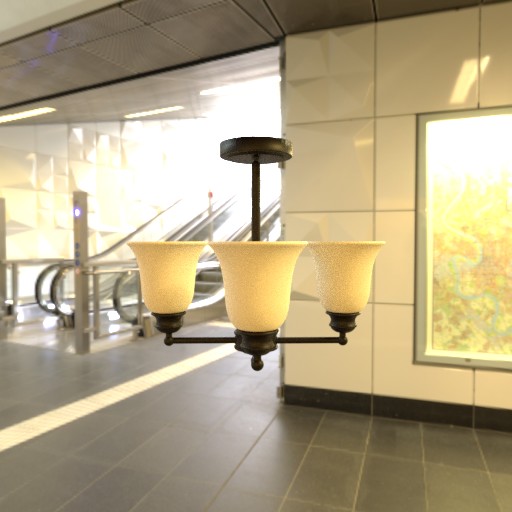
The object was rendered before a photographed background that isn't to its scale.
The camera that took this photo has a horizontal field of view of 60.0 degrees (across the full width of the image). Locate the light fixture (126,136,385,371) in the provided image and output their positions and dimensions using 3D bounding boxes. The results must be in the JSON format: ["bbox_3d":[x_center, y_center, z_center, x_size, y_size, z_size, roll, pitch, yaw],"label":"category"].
[{"bbox_3d":[0.000,0.000,1.853,1.069,0.925,1.069,0,2,-1],"label":"light fixture"}]
